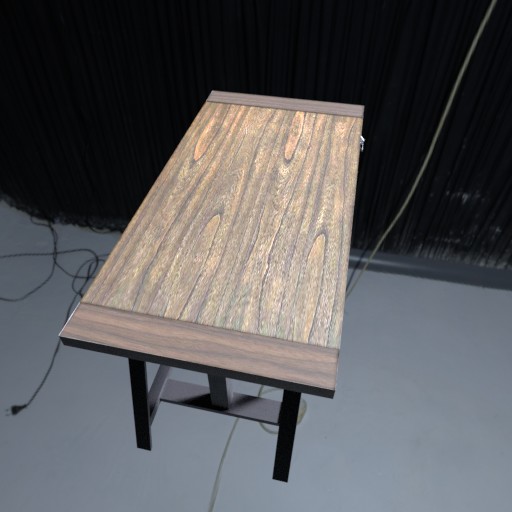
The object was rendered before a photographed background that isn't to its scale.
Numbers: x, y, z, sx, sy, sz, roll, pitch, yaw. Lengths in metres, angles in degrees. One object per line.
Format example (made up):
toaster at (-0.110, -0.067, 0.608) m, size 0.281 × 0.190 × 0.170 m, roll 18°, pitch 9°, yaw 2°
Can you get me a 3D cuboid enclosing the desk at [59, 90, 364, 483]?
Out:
desk at (0.000, 0.000, 1.944) m, size 0.784 × 0.725 × 1.543 m, roll 9°, pitch 46°, yaw 9°
